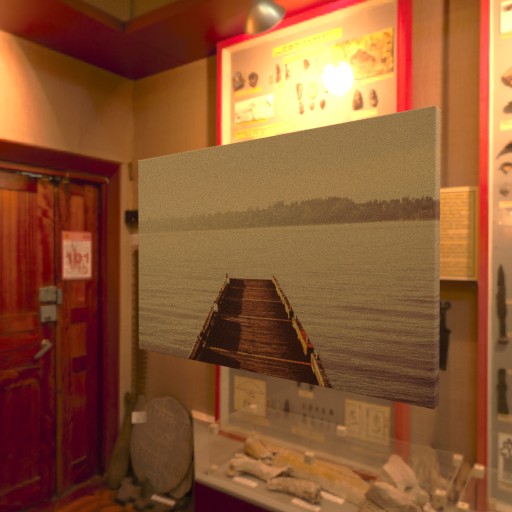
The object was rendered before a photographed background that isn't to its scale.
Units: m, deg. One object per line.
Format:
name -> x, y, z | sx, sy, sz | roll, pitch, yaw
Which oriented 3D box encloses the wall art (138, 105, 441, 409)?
wall art -> 0.000, 0.000, 1.171 | 0.916, 0.609, 0.037 | 1, 1, 36
